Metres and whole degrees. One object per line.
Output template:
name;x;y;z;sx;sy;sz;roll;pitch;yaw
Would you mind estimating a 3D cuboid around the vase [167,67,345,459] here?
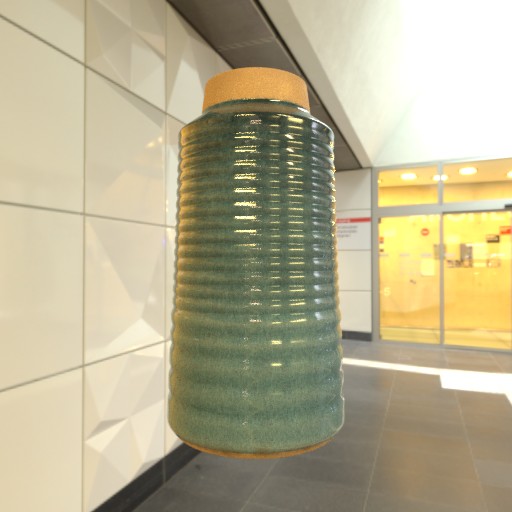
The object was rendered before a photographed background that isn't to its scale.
vase;0.000;0.000;0.417;0.163;0.316;0.163;0;-1;0
